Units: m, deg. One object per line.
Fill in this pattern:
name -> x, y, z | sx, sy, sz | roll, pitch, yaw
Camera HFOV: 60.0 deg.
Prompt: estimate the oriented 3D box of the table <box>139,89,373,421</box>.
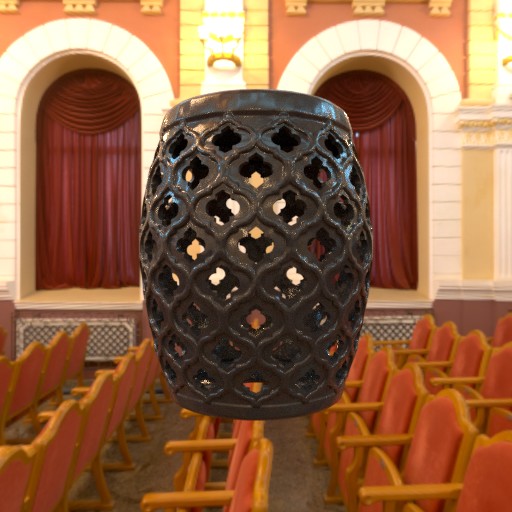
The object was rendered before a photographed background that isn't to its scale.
table -> 0.000, 0.000, 0.637 | 0.325, 0.388, 0.325 | 0, 0, 0
